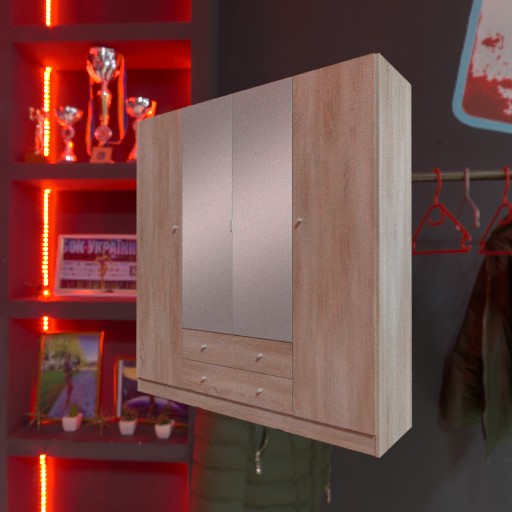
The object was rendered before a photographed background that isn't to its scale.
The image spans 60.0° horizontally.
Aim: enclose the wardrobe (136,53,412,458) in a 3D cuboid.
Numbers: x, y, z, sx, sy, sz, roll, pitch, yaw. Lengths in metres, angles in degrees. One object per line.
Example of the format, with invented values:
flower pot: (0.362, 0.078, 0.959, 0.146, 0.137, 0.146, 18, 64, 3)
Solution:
wardrobe: (0.000, 0.000, 3.151, 1.998, 2.159, 0.598, 0, 0, 37)
